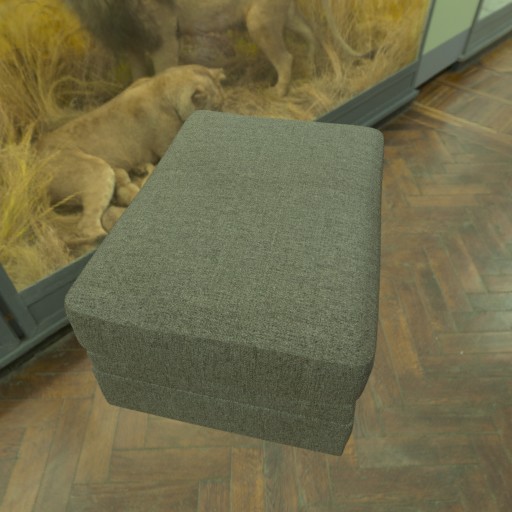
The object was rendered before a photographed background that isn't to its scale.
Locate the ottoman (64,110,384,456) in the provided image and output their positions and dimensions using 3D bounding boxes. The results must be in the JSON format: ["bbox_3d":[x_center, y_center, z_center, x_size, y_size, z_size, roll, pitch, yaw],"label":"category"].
[{"bbox_3d":[0.000,0.000,1.252,0.637,0.478,0.885,9,46,9],"label":"ottoman"}]
